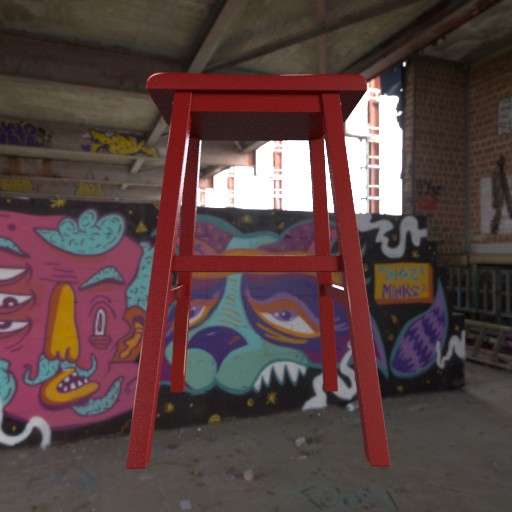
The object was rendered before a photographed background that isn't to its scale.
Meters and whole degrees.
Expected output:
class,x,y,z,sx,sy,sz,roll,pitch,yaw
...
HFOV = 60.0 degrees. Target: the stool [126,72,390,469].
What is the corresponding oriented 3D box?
class,x,y,z,sx,sy,sz,roll,pitch,yaw
stool,0.000,0.000,1.007,0.457,0.737,0.476,0,-1,-1
